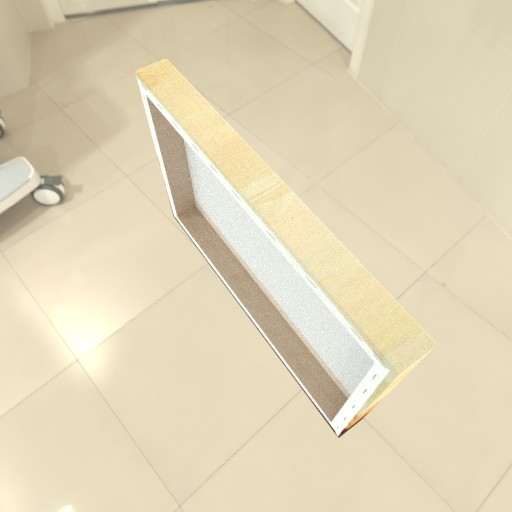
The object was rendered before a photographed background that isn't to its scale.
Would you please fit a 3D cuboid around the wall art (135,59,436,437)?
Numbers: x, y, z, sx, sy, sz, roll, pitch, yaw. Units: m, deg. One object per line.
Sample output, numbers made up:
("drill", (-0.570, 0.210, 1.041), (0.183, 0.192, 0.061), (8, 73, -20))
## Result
("wall art", (0.000, 0.000, 0.486), (0.037, 0.251, 0.383), (-31, 64, -17))
